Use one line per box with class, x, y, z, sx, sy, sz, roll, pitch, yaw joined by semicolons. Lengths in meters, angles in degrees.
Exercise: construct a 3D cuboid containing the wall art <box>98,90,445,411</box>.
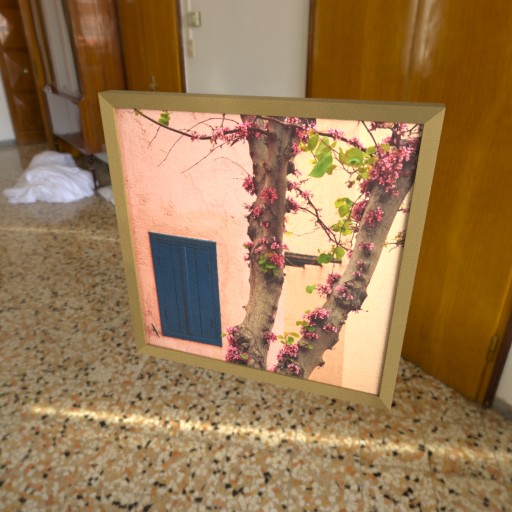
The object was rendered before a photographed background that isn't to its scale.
wall art;0.000;0.000;0.750;0.507;0.508;0.038;8;28;16
